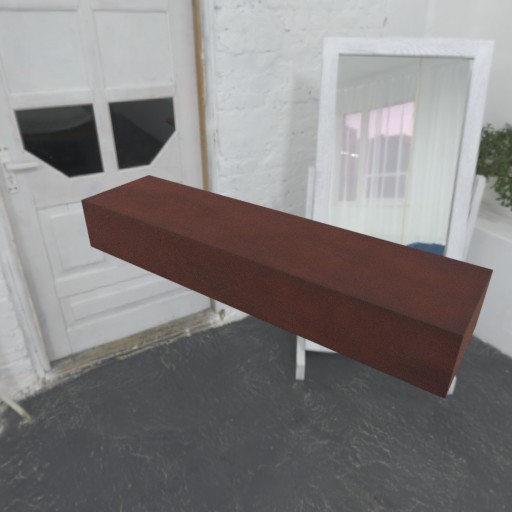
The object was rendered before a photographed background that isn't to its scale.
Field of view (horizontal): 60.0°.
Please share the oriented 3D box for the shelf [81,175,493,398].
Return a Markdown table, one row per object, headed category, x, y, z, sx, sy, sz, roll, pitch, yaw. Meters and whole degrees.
| category | x | y | z | sx | sy | sz | roll | pitch | yaw |
| --- | --- | --- | --- | --- | --- | --- | --- | --- | --- |
| shelf | 0.000 | 0.000 | 0.664 | 0.607 | 0.088 | 0.152 | 19 | 35 | 30 |
